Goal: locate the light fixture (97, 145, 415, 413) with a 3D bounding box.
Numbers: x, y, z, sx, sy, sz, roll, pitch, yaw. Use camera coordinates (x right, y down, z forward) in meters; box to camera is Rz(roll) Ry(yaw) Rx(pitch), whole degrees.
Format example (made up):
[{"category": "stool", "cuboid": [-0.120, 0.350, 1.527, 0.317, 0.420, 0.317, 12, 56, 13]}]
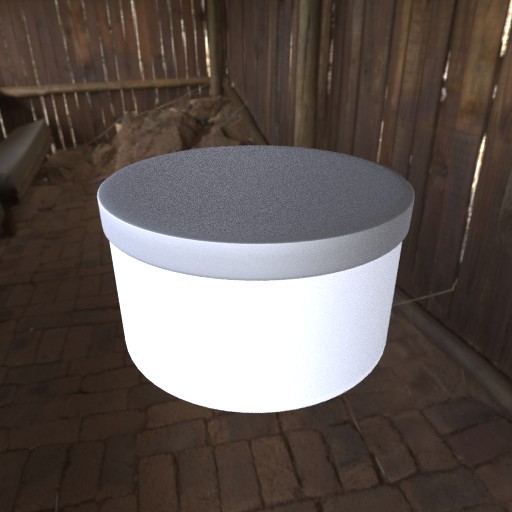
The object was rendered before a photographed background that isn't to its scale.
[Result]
[{"category": "light fixture", "cuboid": [0.000, 0.000, 0.626, 0.393, 0.229, 0.393, 0, 27, 0]}]
